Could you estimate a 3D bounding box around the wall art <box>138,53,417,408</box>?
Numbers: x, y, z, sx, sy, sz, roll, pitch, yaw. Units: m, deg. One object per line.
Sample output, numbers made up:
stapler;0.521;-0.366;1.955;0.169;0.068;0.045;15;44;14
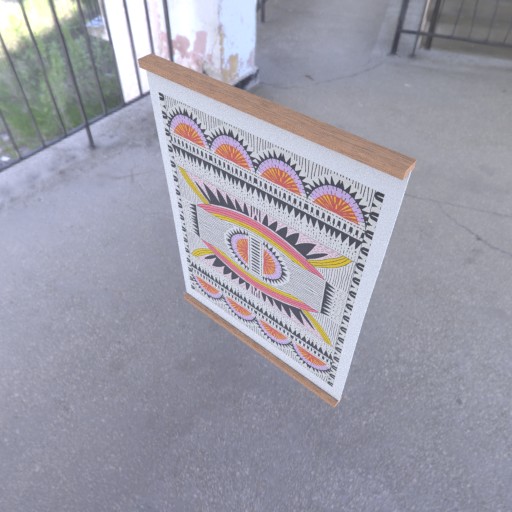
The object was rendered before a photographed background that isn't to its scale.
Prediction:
wall art;0.000;0.000;0.819;0.456;0.609;0.028;31;54;26
